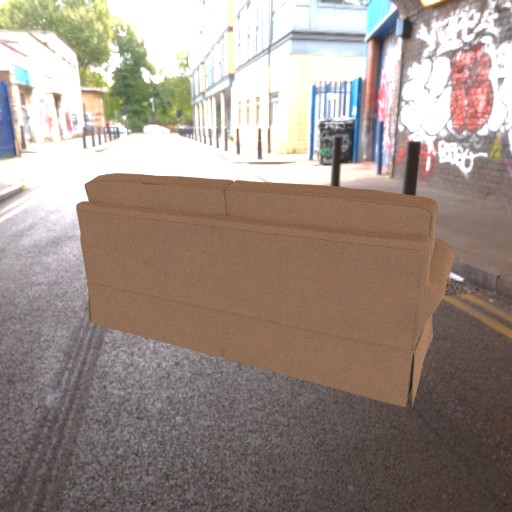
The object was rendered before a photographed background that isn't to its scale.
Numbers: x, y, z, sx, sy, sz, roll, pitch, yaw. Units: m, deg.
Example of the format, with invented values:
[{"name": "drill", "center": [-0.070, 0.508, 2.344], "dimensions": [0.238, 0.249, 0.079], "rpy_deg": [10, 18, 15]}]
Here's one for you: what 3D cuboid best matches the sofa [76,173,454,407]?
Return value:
[{"name": "sofa", "center": [0.000, 0.000, 2.800], "dimensions": [2.246, 1.014, 0.900], "rpy_deg": [8, 19, 26]}]
